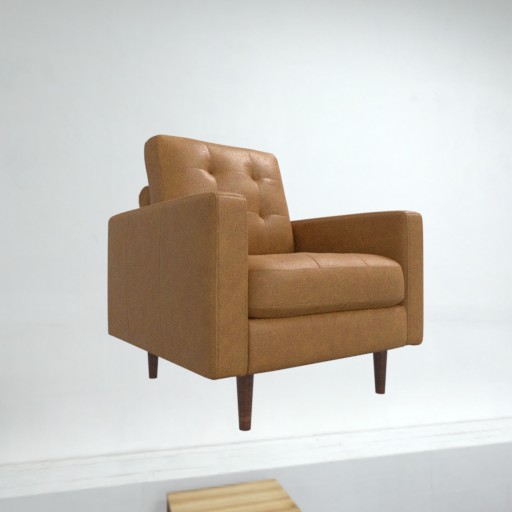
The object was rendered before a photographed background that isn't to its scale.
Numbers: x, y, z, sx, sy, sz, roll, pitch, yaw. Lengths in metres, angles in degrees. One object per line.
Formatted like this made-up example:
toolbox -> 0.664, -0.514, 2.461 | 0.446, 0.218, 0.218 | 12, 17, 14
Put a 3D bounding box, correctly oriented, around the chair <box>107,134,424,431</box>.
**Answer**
chair -> 0.000, 0.000, 1.560 | 0.831, 0.896, 0.868 | 0, -1, -35
